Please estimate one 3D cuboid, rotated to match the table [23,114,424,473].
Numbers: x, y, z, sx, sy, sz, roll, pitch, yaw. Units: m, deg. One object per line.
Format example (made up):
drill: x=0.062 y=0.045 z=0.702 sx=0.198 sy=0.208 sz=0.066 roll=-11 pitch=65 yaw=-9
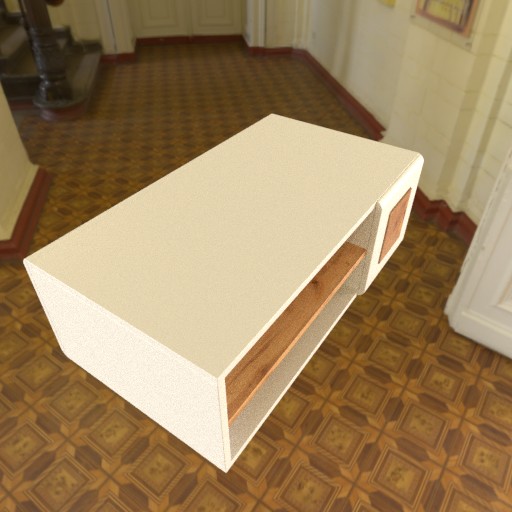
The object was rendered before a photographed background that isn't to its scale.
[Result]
table: x=0.000 y=0.000 z=1.428 sx=0.639 sy=0.442 sz=1.097 roll=24 pitch=45 yaw=26
